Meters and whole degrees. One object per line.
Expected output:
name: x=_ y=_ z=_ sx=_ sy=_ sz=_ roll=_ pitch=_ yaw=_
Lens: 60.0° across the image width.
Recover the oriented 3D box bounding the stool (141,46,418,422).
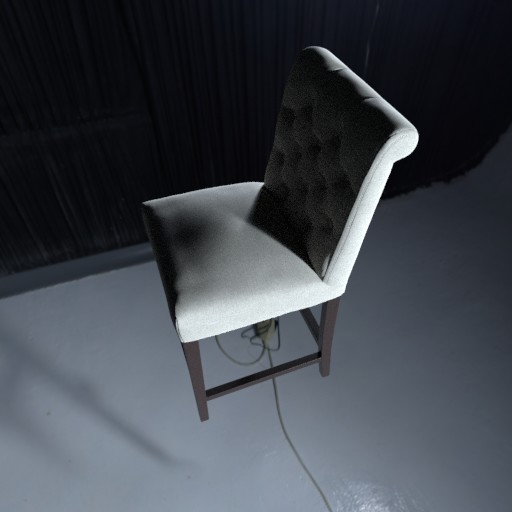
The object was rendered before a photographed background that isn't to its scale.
stool: x=0.000 y=0.000 z=1.374 sx=0.601 sy=1.040 sz=0.493 roll=-15 pitch=49 yaw=-13
